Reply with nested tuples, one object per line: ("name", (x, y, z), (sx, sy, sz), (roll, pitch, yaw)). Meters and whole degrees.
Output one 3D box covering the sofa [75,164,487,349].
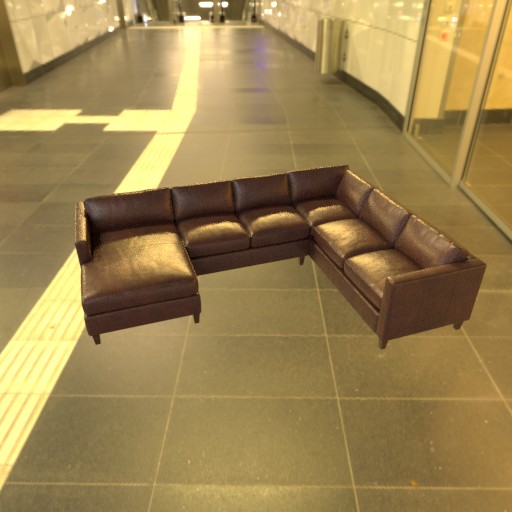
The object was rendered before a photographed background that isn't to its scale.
("sofa", (0.000, 0.000, 4.435), (3.324, 0.891, 2.452), (-10, 33, -16))
